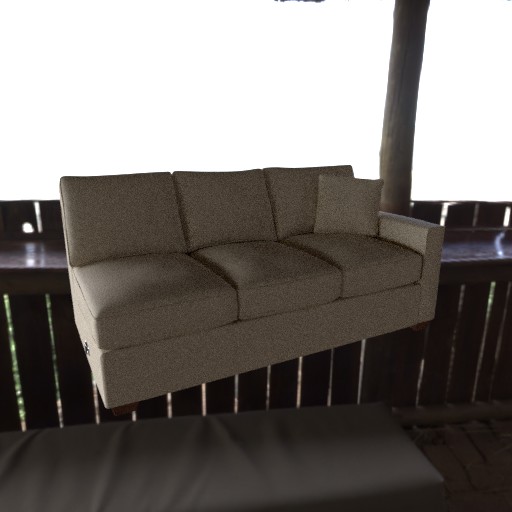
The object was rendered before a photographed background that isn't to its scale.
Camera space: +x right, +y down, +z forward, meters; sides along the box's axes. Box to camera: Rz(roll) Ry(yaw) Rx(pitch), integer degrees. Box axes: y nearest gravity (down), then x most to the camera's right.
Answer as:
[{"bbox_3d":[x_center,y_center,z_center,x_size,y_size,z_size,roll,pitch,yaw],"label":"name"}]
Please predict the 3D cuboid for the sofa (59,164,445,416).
[{"bbox_3d":[0.000,0.000,2.552,1.963,0.946,1.034,-8,18,-27],"label":"sofa"}]
